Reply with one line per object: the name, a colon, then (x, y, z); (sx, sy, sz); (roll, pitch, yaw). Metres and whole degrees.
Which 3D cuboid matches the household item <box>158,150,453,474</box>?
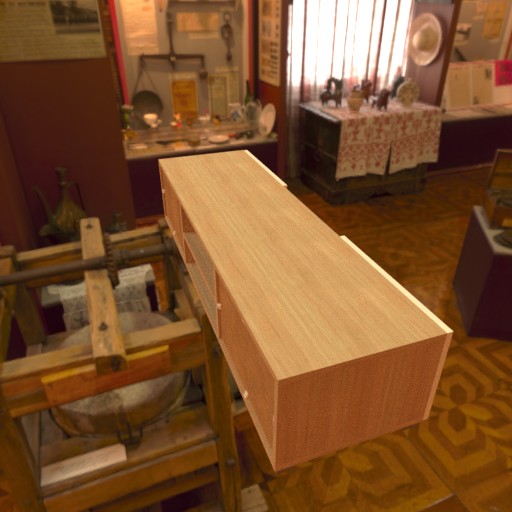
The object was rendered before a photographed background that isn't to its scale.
household item: (0.000, 0.000, 1.560); (0.420, 0.310, 1.400); (-11, 32, -17)
